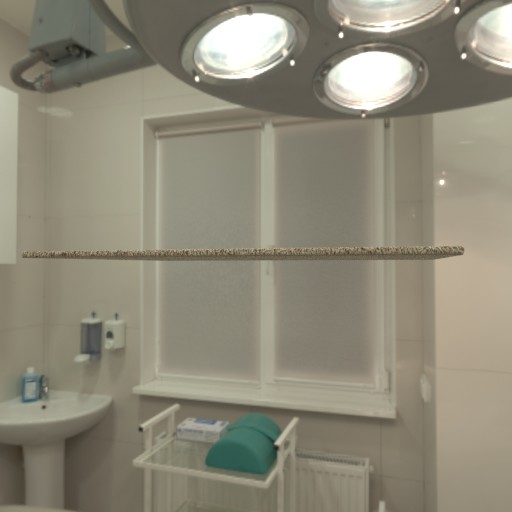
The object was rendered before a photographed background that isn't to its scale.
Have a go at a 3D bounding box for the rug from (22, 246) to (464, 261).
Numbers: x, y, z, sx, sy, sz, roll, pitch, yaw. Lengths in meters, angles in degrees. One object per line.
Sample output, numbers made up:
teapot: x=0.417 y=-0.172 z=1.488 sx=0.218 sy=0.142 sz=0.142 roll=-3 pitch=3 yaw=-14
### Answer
rug: x=0.000 y=0.000 z=2.244 sx=1.778 sy=0.030 sz=1.219 roll=0 pitch=-1 yaw=18
